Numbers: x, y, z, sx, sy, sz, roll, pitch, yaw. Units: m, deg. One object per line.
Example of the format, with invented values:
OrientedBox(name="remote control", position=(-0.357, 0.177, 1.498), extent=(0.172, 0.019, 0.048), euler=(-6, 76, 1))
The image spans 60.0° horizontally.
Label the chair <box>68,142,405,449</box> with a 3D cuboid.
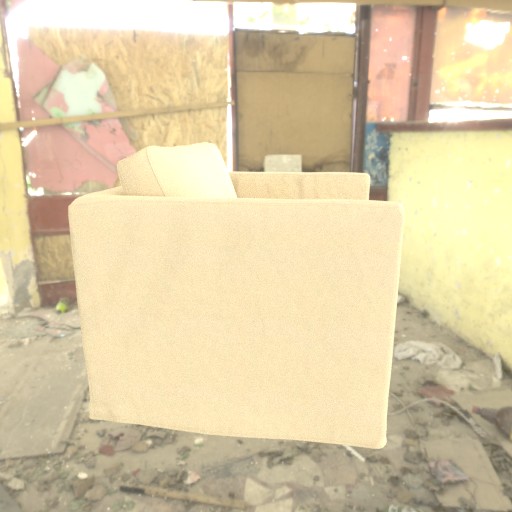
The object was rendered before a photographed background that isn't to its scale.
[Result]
OrientedBox(name="chair", position=(0.000, 0.000, 1.724), extent=(0.947, 0.851, 1.057), euler=(2, 15, 8))
